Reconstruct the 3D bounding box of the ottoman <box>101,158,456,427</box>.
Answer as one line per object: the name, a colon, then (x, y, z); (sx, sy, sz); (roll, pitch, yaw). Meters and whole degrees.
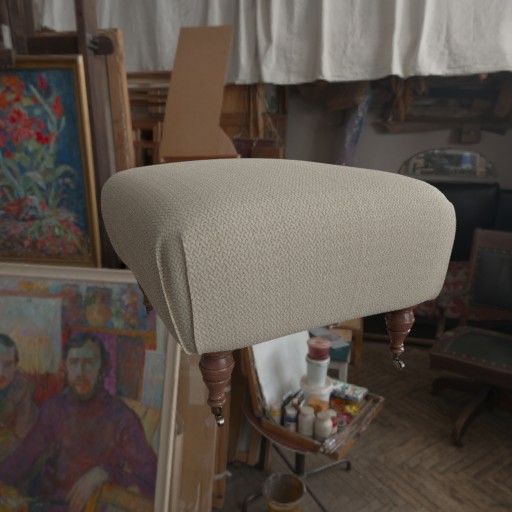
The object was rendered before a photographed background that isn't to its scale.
ottoman: (0.000, 0.000, 1.067); (0.622, 0.447, 0.684); (-8, 19, -25)
